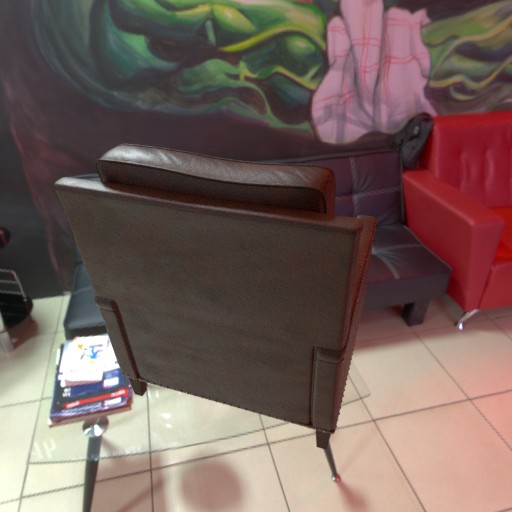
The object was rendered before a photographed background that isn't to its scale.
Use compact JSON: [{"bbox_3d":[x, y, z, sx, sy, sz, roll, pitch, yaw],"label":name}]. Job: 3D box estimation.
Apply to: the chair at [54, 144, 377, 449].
[{"bbox_3d":[0.000,0.000,1.756,0.854,1.054,1.035,10,33,16],"label":"chair"}]
